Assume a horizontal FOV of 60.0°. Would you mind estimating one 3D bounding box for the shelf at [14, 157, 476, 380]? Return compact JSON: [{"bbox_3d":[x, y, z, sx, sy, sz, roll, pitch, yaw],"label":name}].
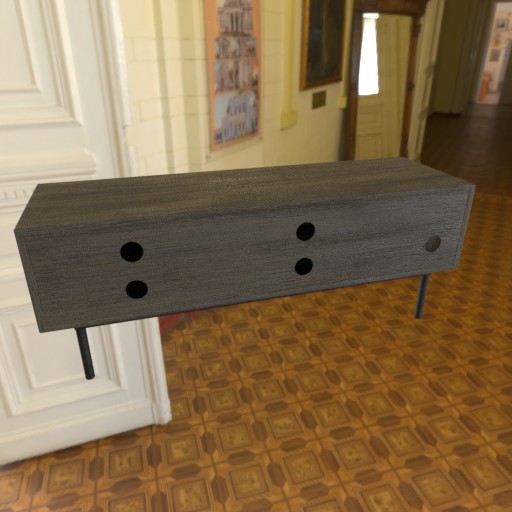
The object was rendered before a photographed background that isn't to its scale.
[{"bbox_3d":[0.000,0.000,1.479,1.300,0.495,0.400,-7,26,-15],"label":"shelf"}]
